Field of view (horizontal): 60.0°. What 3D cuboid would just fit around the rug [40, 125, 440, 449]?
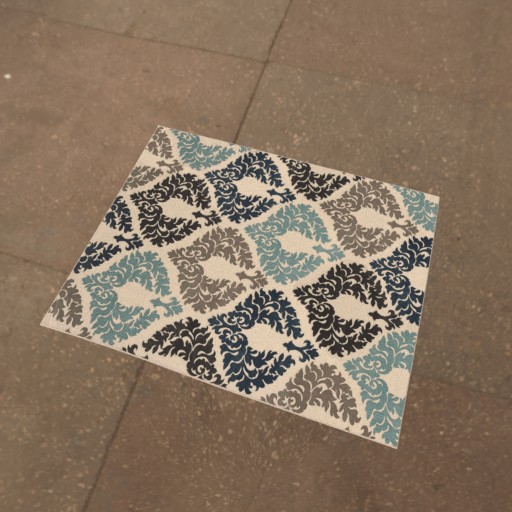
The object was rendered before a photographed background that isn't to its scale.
[{"bbox_3d":[0.000,0.000,4.052,3.040,0.014,2.423,16,63,9],"label":"rug"}]
